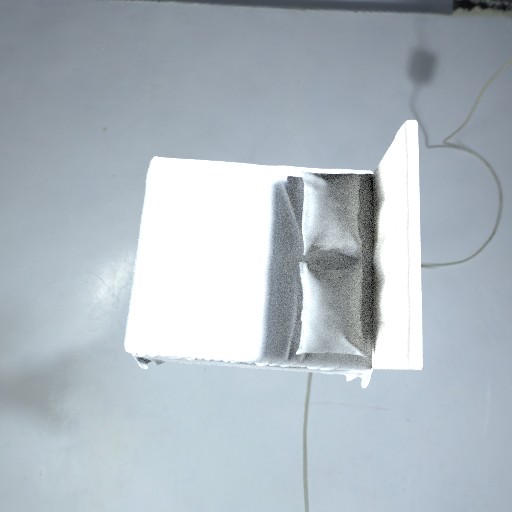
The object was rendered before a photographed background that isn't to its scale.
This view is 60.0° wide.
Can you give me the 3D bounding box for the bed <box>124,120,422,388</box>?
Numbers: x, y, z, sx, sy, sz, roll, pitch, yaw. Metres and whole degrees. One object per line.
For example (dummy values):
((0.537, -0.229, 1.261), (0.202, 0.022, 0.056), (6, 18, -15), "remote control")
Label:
((0.000, 0.000, 3.531), (2.222, 1.577, 1.936), (4, 76, 1), "bed")
